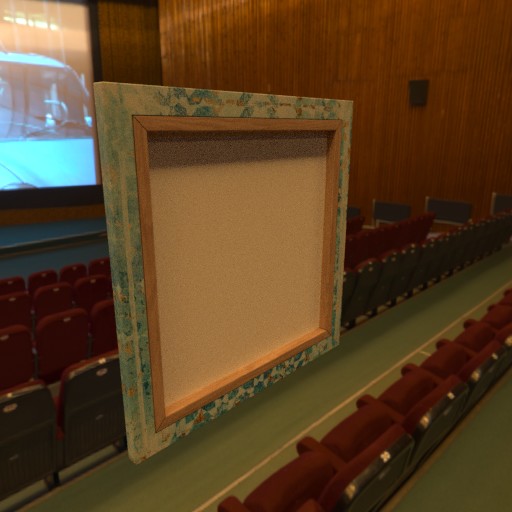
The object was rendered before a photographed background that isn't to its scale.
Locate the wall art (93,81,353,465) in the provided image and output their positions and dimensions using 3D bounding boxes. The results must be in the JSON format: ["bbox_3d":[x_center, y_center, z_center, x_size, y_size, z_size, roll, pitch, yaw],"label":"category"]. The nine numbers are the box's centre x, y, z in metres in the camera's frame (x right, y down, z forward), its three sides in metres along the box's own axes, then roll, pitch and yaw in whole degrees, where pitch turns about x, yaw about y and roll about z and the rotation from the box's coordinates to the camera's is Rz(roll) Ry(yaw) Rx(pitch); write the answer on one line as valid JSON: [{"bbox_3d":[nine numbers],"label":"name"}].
[{"bbox_3d":[0.000,0.000,1.333,0.040,0.916,0.916,15,22,42],"label":"wall art"}]
